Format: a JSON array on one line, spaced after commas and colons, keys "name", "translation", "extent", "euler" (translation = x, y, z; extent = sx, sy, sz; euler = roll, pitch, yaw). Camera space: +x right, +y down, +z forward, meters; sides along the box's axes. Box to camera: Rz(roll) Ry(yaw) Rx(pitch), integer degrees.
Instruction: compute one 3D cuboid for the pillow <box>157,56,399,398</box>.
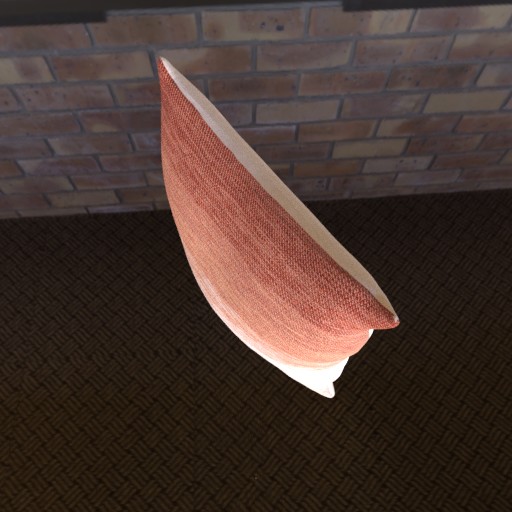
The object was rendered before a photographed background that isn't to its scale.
[{"name": "pillow", "translation": [0.000, 0.000, 0.672], "extent": [0.182, 0.441, 0.440], "euler": [-33, 68, -15]}]
